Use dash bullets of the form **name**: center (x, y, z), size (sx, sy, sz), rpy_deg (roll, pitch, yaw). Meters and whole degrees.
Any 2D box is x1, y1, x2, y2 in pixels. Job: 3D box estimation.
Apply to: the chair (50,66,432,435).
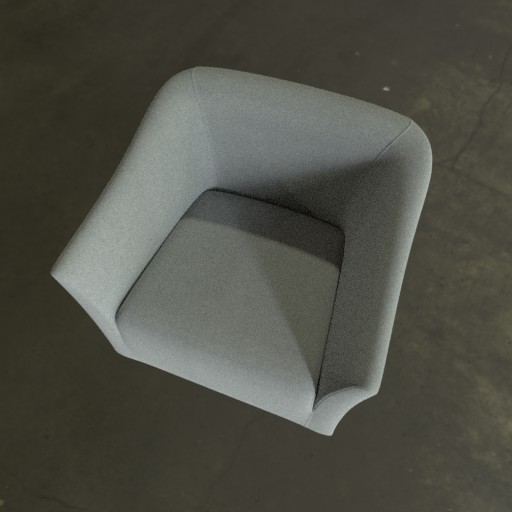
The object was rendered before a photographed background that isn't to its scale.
- **chair**: center (0.000, 0.000, 1.312), size (0.790, 0.720, 0.700), rpy_deg (18, 60, 11)
